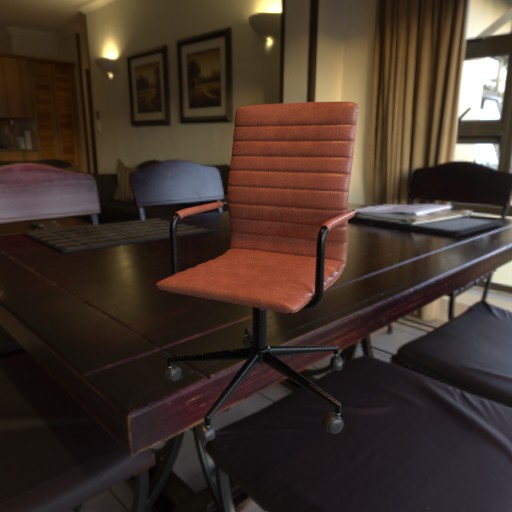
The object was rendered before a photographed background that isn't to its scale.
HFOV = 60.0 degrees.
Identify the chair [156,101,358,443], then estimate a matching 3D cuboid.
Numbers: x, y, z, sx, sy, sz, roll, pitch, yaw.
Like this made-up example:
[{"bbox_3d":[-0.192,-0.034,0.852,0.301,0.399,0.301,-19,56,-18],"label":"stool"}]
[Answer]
[{"bbox_3d":[0.000,0.000,1.276,0.600,0.878,0.578,7,16,26],"label":"chair"}]
